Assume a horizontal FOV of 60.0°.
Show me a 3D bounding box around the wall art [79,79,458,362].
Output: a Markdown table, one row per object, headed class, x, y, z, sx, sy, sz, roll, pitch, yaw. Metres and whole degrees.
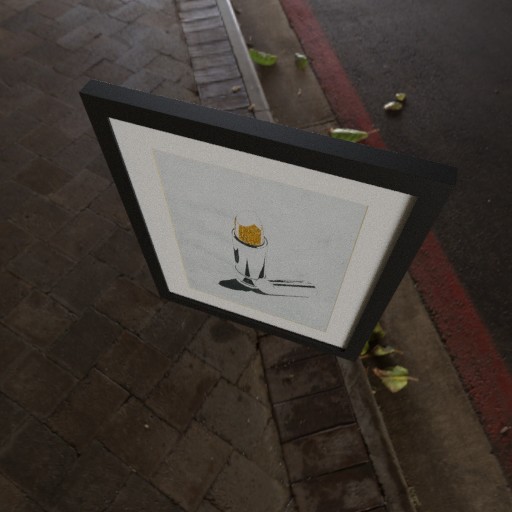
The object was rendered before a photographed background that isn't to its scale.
| class | x | y | z | sx | sy | sz | roll | pitch | yaw |
| --- | --- | --- | --- | --- | --- | --- | --- | --- | --- |
| wall art | 0.000 | 0.000 | 0.752 | 0.457 | 0.559 | 0.029 | 17 | 59 | 10 |
